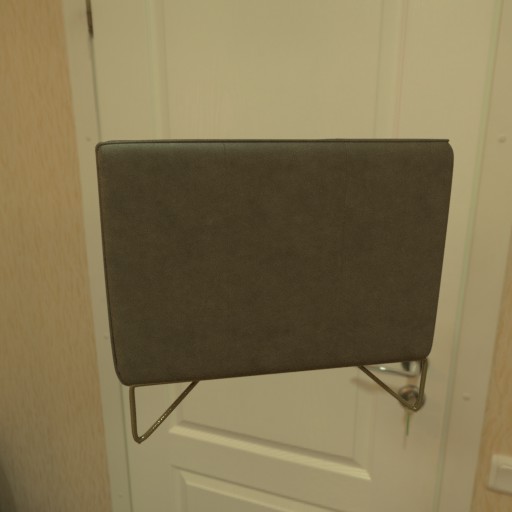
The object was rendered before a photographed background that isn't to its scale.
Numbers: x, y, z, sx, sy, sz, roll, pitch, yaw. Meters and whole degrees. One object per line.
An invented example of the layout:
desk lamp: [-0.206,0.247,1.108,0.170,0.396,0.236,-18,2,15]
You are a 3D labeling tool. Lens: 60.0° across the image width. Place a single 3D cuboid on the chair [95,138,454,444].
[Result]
chair: [0.000,0.000,1.538,0.894,0.790,0.880,-2,15,-9]
